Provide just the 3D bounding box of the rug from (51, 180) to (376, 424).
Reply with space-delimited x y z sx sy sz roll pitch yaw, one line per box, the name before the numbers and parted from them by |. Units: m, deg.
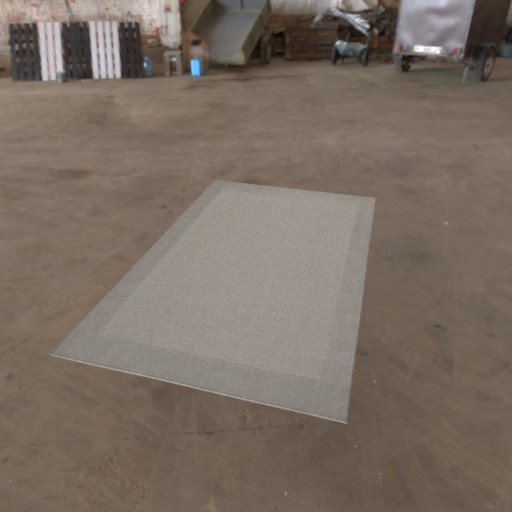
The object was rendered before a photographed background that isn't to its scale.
rug | 0.000 0.000 3.106 1.524 0.014 2.438 9 33 13
